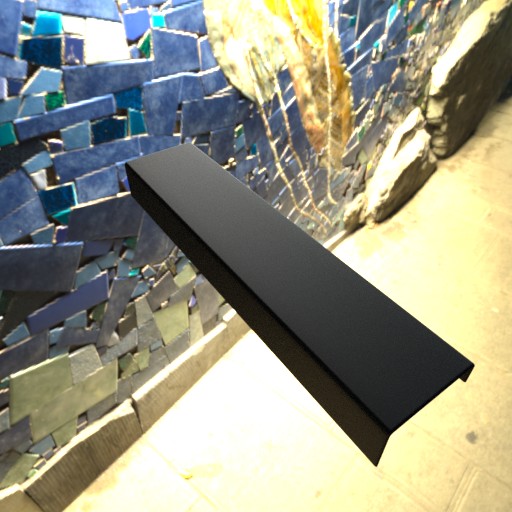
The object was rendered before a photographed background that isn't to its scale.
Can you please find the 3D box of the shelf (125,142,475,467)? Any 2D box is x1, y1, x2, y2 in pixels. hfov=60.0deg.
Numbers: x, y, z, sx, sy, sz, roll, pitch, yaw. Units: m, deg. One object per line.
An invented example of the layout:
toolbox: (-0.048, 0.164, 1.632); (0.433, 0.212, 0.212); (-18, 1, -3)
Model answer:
shelf: (0.000, 0.000, 0.482); (0.102, 0.053, 0.456); (-25, 48, -26)
